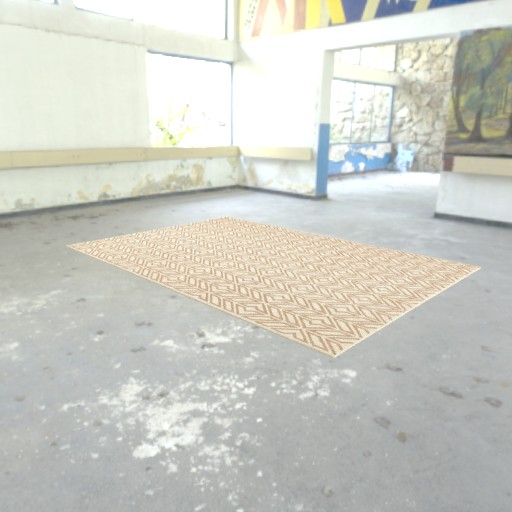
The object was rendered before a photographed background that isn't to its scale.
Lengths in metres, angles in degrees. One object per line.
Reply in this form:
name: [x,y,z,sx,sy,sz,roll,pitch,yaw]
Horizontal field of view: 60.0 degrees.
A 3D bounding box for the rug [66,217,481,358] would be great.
rug: [0.000,0.000,2.322,1.828,0.007,1.220,15,22,42]
